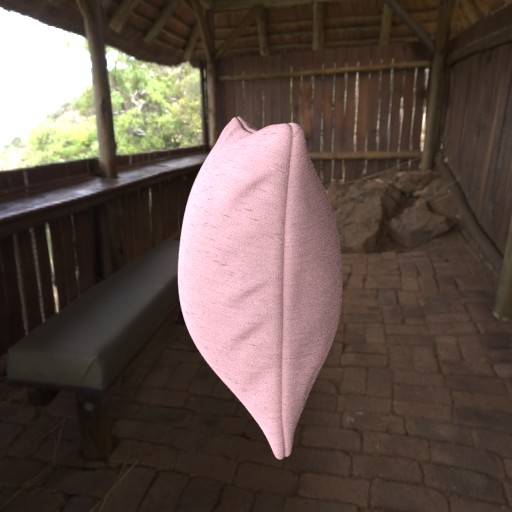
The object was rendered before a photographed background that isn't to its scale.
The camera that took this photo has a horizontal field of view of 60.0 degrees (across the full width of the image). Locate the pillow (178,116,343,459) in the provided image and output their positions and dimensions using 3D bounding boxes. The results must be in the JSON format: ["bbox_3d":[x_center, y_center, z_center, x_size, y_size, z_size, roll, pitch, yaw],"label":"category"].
[{"bbox_3d":[0.000,0.000,0.699,0.246,0.415,0.432,-3,18,-10],"label":"pillow"}]
